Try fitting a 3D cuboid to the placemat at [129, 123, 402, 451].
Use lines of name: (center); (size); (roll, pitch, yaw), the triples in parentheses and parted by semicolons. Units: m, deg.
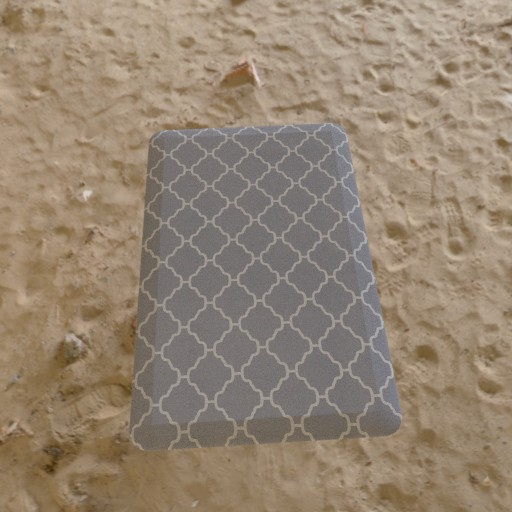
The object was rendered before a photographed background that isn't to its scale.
placemat: (0.000, 0.000, 0.974); (0.508, 0.021, 0.762); (-3, 63, -1)
